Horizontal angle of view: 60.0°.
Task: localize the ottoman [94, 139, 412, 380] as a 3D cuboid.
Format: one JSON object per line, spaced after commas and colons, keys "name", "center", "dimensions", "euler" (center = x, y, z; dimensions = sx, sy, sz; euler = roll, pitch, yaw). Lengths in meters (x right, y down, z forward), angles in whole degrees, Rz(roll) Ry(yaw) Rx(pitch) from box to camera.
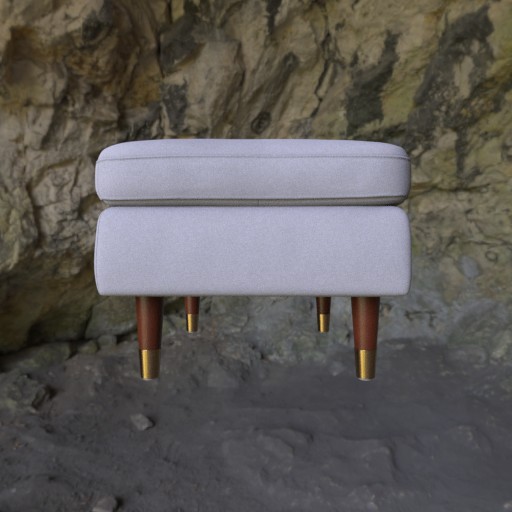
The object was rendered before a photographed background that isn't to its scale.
{"name": "ottoman", "center": [0.000, 0.000, 1.121], "dimensions": [0.593, 0.478, 0.747], "euler": [0, 0, 0]}
